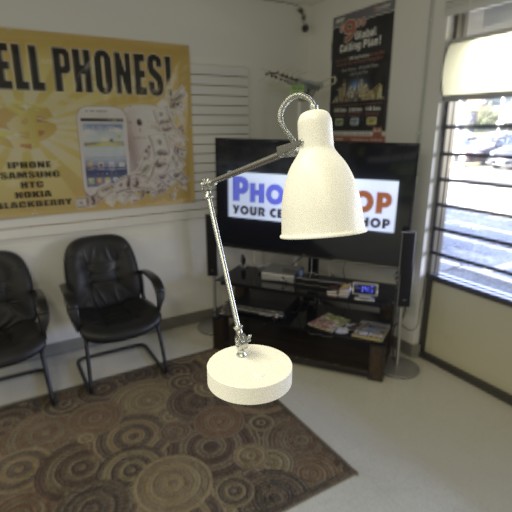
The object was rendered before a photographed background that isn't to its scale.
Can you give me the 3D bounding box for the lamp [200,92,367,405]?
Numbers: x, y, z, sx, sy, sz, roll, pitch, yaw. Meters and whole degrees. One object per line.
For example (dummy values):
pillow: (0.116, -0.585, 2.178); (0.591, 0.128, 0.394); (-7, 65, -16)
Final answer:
lamp: (0.000, 0.000, 0.875); (0.187, 0.587, 0.561); (-8, 18, -26)
